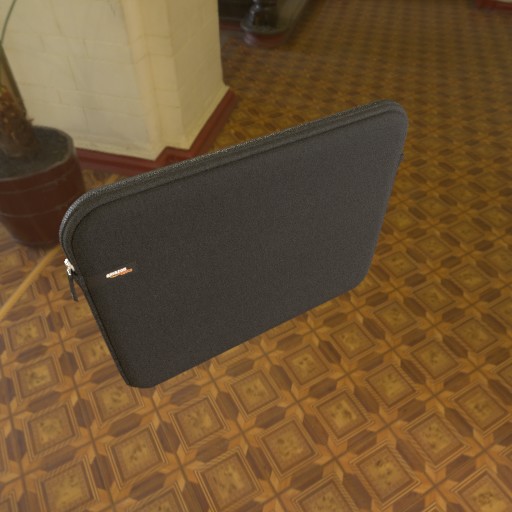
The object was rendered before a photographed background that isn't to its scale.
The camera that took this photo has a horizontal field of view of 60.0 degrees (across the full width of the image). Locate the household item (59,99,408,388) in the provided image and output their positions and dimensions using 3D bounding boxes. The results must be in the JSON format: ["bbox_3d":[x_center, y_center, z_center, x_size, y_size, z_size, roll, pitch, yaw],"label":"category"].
[{"bbox_3d":[0.000,0.000,0.518,0.396,0.305,0.030,-23,50,-20],"label":"household item"}]
